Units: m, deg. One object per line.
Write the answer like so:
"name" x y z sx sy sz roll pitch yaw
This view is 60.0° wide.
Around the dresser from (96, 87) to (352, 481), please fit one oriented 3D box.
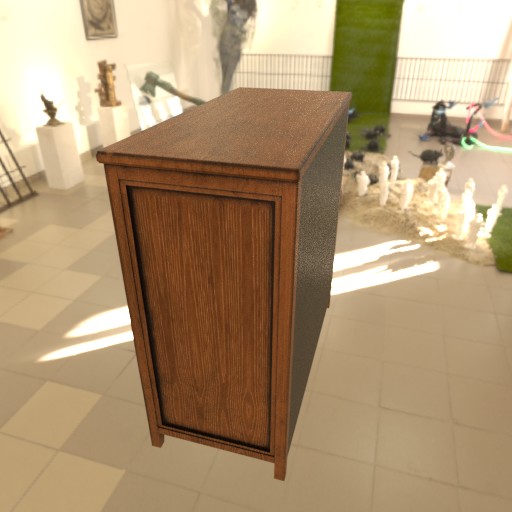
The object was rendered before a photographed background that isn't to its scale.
"dresser" 0.000 0.000 1.962 0.591 1.224 1.250 8 30 14
